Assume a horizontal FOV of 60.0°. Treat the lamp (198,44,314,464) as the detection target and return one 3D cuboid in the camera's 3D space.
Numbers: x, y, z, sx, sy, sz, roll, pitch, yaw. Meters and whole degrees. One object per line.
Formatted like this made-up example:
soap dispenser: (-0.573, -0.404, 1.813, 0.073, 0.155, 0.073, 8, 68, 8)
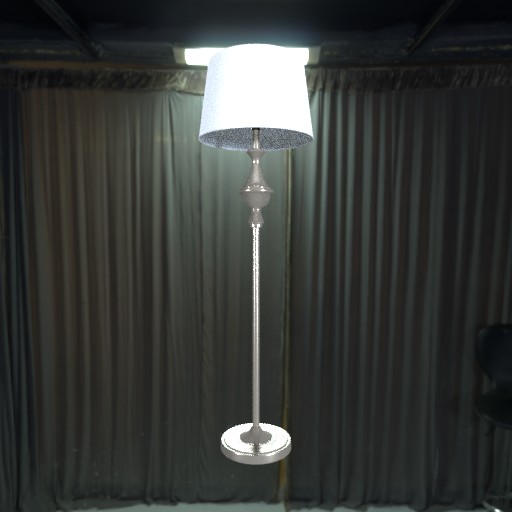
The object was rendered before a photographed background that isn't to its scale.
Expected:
lamp: (0.000, 0.000, 1.691, 0.431, 1.488, 0.431, 0, 3, 0)
